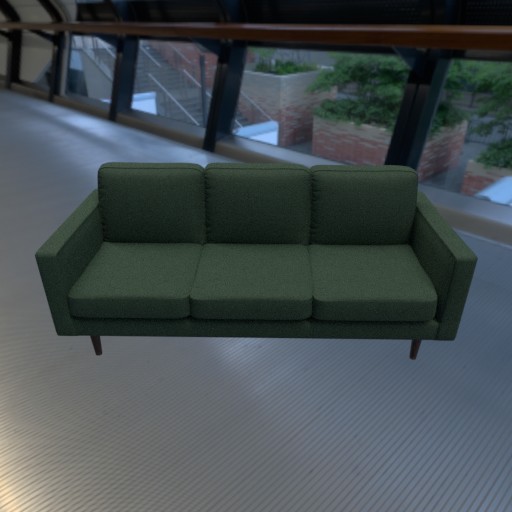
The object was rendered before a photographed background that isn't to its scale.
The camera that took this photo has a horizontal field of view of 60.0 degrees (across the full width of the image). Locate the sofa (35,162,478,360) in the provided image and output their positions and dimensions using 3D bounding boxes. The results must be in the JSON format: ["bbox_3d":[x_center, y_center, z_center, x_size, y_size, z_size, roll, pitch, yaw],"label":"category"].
[{"bbox_3d":[0.000,0.000,2.470,2.029,0.899,0.879,1,29,1],"label":"sofa"}]
